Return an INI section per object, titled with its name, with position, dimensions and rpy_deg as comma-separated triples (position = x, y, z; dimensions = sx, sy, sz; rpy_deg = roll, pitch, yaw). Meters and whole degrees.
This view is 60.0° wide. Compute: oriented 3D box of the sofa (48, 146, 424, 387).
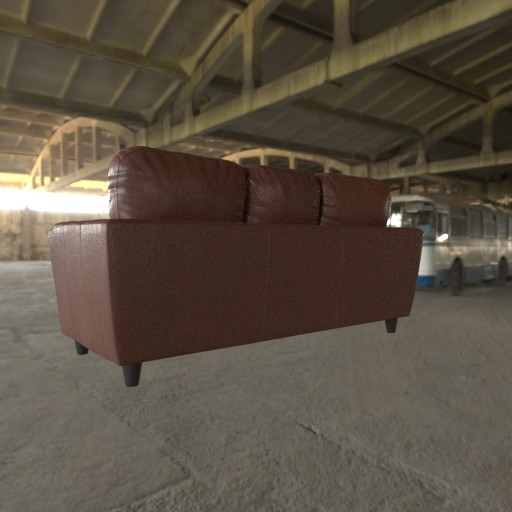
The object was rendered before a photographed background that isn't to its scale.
[sofa]
position = 0.000, 0.000, 2.329
dimensions = 1.862, 0.915, 0.802
rpy_deg = -1, 2, -37
